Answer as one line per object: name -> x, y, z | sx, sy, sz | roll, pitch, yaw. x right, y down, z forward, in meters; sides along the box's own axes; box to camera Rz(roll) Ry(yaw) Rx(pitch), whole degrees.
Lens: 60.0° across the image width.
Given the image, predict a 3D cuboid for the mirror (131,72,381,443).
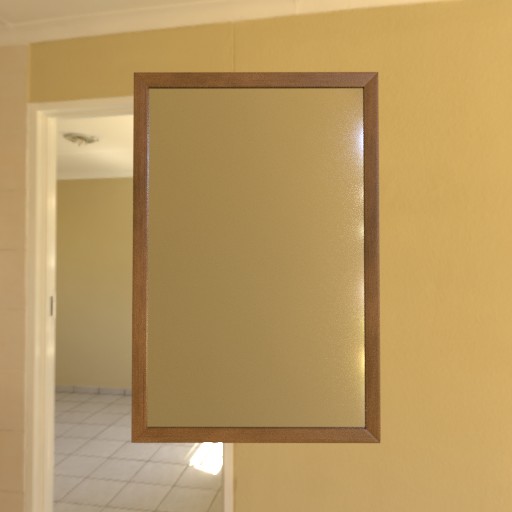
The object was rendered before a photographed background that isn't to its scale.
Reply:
mirror -> 0.000, 0.000, 1.113 | 0.609, 0.915, 0.040 | 0, -1, 0
